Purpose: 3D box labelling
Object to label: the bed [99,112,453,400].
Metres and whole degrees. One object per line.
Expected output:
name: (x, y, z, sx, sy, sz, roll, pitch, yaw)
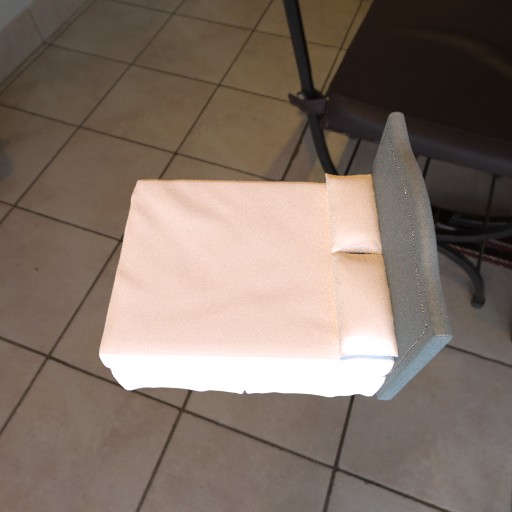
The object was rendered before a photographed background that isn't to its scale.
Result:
bed: (0.000, 0.000, 3.324, 2.143, 1.460, 1.753, 1, 58, 1)
